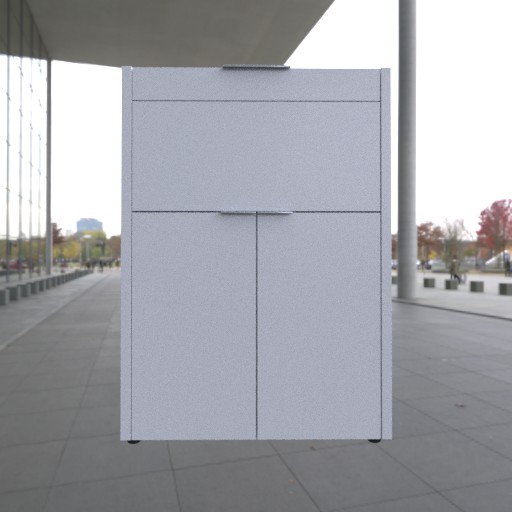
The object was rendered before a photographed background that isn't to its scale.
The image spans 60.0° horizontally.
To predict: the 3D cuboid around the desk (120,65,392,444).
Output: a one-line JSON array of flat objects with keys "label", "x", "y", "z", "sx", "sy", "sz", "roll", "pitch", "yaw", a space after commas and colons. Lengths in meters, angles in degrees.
[{"label": "desk", "x": 0.000, "y": 0.000, "z": 1.572, "sx": 0.850, "sy": 1.190, "sz": 0.390, "roll": 0, "pitch": 0, "yaw": -1}]
